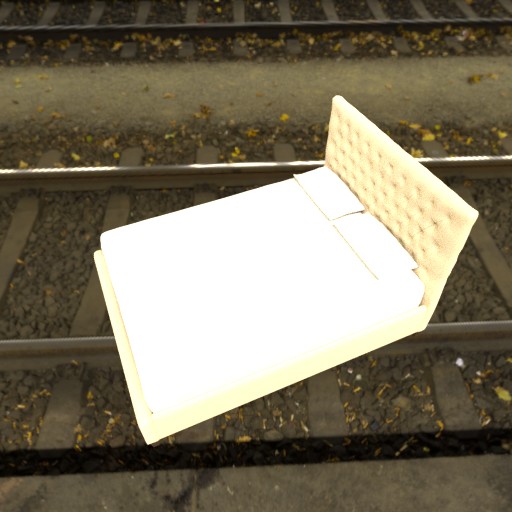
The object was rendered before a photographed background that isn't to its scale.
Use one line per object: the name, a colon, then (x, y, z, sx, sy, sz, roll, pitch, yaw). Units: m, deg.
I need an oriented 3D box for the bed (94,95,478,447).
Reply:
bed: (0.000, 0.000, 3.487, 2.387, 1.427, 1.698, -18, 50, -16)
